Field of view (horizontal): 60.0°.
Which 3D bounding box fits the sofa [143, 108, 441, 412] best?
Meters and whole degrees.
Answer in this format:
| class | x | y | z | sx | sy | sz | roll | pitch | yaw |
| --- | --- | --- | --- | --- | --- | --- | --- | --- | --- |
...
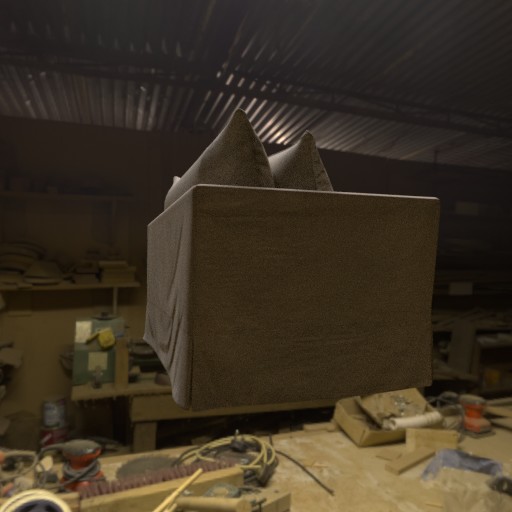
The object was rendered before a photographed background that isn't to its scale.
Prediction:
| class | x | y | z | sx | sy | sz | roll | pitch | yaw |
| --- | --- | --- | --- | --- | --- | --- | --- | --- | --- |
| sofa | 0.000 | 0.000 | 2.304 | 1.035 | 1.040 | 1.608 | 0 | -1 | -19 |
